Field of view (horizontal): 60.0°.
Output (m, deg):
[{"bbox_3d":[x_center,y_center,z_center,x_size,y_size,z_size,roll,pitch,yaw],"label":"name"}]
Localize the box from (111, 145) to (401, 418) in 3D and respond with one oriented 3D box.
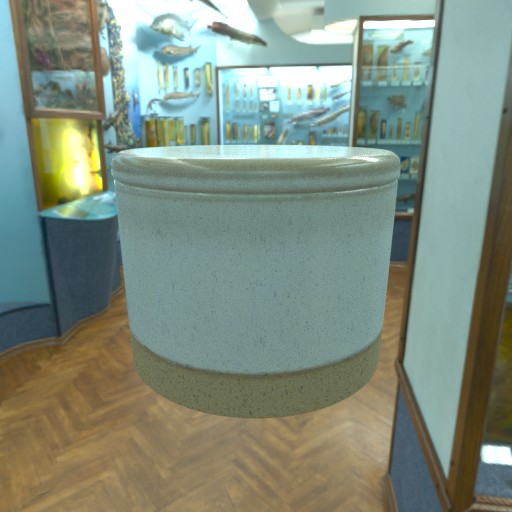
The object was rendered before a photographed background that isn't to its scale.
[{"bbox_3d":[0.000,0.000,0.262,0.154,0.123,0.154,0,16,0],"label":"box"}]
